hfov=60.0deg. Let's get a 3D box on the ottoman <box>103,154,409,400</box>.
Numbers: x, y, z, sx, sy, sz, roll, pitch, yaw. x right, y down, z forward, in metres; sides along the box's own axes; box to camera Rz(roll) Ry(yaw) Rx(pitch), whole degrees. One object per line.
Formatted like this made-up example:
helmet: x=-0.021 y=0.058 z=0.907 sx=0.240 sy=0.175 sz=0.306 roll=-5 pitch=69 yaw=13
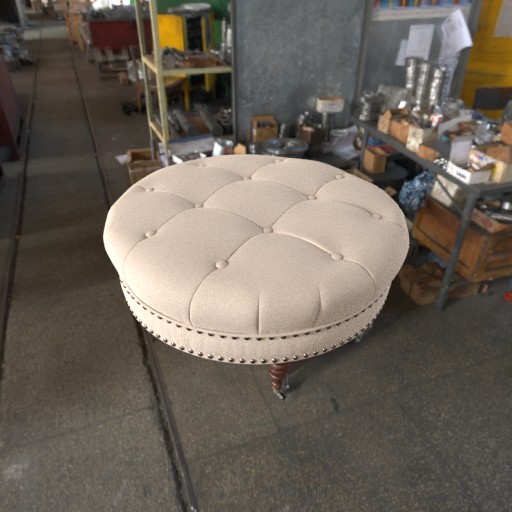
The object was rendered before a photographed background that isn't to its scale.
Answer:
ottoman: x=0.000 y=0.000 z=1.434 sx=0.901 sy=0.439 sz=0.901 roll=0 pitch=34 yaw=0
